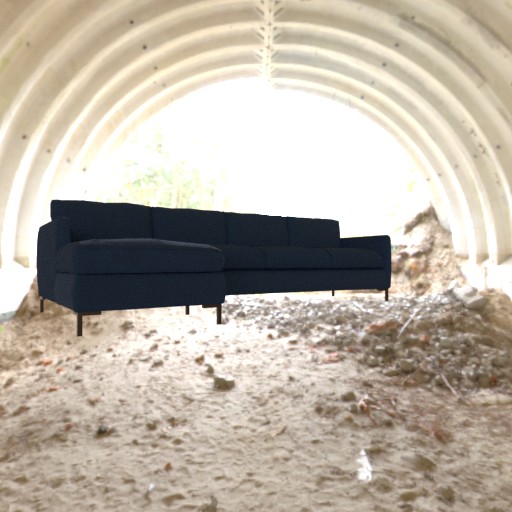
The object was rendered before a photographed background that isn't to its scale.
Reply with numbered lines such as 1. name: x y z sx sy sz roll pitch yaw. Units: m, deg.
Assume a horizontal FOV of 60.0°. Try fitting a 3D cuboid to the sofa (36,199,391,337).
1. sofa: 0.000 0.000 2.853 2.450 0.679 1.128 1 -1 -34
